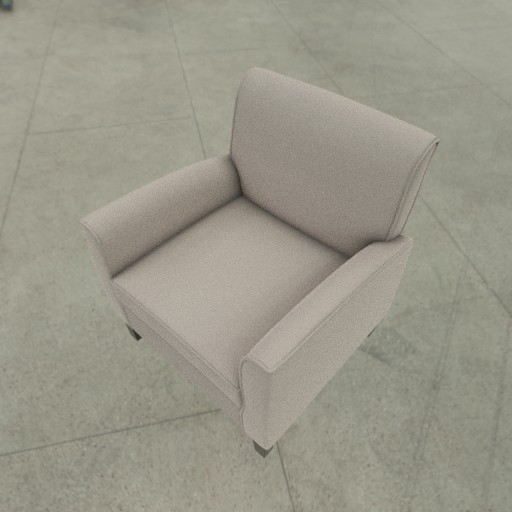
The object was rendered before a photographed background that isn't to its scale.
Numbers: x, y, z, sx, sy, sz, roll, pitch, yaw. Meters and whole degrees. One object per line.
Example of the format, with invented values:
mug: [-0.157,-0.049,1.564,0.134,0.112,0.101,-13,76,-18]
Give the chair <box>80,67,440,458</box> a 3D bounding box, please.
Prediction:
chair: [0.000,0.000,1.561,0.820,0.915,0.820,33,55,28]
